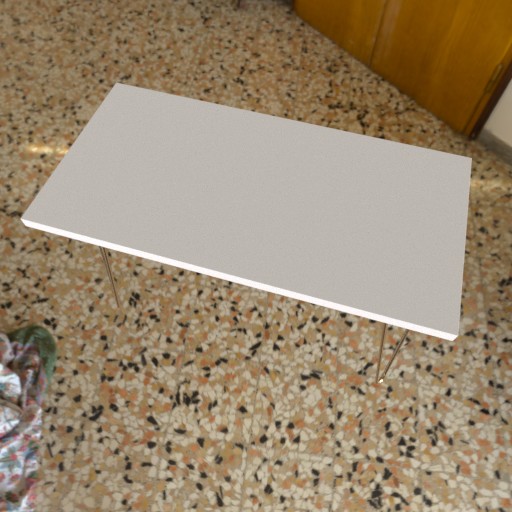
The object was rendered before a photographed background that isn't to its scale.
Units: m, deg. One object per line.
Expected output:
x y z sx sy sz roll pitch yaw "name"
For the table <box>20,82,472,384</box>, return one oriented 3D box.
0.000 0.000 1.359 0.991 0.660 0.498 15 61 8 "table"
